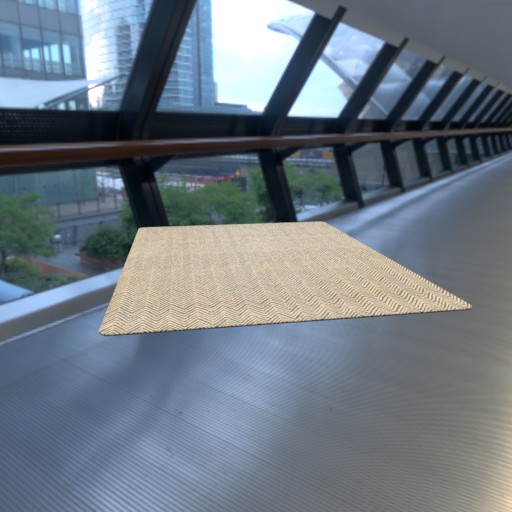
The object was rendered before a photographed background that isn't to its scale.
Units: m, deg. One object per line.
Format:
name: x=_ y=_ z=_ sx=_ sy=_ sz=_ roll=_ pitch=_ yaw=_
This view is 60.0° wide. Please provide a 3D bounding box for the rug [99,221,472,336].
rug: x=0.000 y=0.000 z=4.296 sx=2.439 sy=0.014 sz=3.207 roll=-3 pitch=15 yaw=-10
